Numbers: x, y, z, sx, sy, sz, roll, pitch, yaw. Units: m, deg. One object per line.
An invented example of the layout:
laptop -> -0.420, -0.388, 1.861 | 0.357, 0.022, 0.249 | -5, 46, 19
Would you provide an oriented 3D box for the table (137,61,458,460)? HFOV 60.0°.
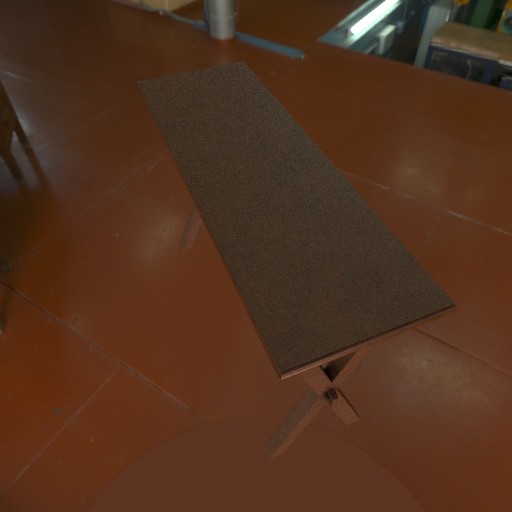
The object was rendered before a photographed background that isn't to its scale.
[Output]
table -> 0.000, 0.000, 1.505 | 0.399, 0.763, 1.197 | -17, 51, -15
